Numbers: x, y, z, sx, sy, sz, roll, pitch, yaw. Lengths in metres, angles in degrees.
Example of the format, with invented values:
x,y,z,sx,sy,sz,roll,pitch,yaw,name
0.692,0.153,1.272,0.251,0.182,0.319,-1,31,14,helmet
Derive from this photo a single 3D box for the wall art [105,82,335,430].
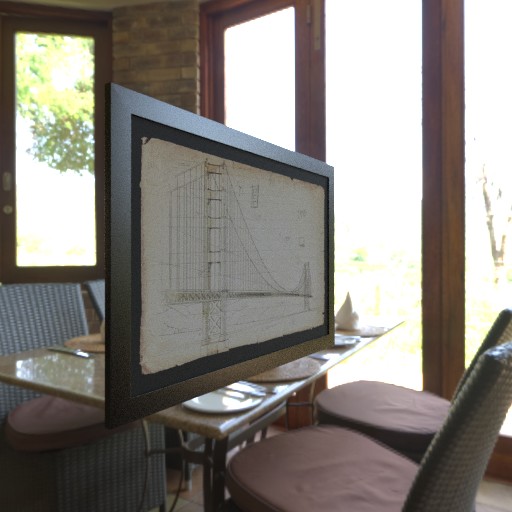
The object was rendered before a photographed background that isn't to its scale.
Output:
x,y,z,sx,sy,sz,roll,pitch,yaw,name
0.000,0.000,0.841,0.013,0.447,0.660,0,0,36,wall art
